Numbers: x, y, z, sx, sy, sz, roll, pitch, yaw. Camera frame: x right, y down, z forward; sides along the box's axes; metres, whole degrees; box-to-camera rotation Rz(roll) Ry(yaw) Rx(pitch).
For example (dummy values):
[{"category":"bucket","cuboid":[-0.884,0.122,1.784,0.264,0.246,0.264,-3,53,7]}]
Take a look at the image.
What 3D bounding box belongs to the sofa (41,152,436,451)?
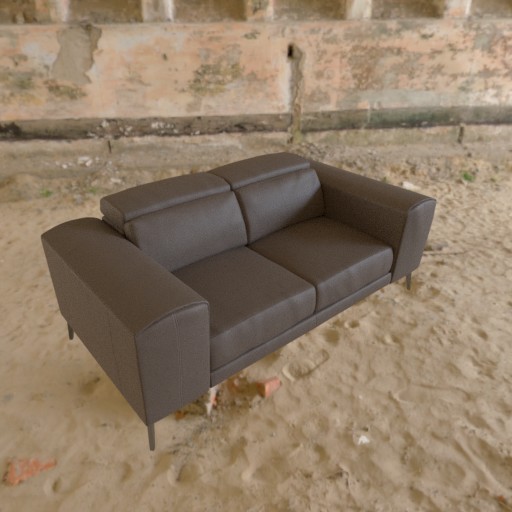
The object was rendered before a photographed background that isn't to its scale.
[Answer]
[{"category":"sofa","cuboid":[0.000,0.000,2.417,1.895,0.779,1.003,-22,36,-34]}]
